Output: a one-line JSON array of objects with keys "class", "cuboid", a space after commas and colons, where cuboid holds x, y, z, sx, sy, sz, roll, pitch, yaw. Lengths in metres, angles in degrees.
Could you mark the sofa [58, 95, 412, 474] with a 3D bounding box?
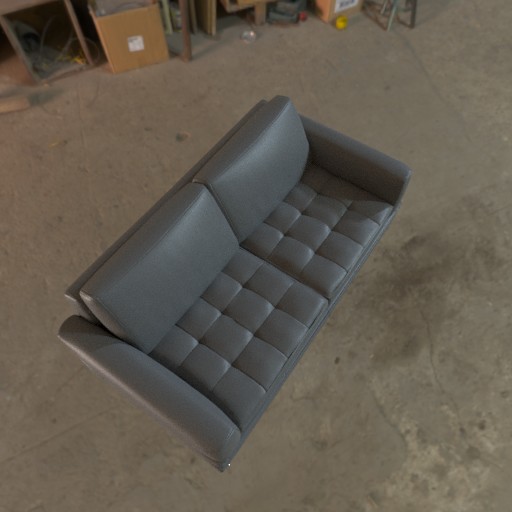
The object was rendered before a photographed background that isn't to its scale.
[{"class": "sofa", "cuboid": [0.000, 0.000, 2.729, 1.121, 0.930, 2.177, 31, 64, 17]}]
